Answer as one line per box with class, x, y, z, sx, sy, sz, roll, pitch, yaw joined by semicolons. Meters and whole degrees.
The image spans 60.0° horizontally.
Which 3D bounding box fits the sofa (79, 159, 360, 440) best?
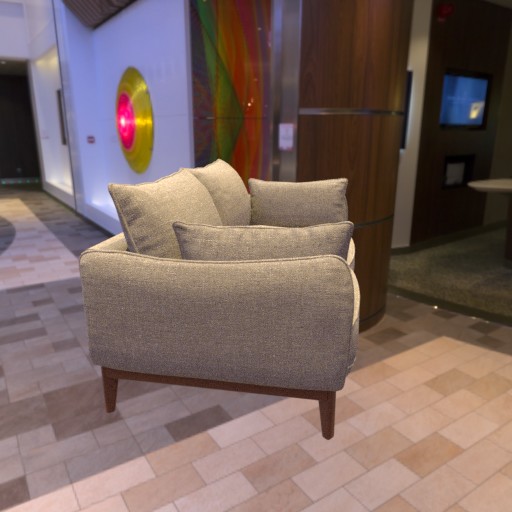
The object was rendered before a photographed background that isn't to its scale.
sofa;0.000;0.000;2.171;0.972;0.851;1.580;3;16;10
